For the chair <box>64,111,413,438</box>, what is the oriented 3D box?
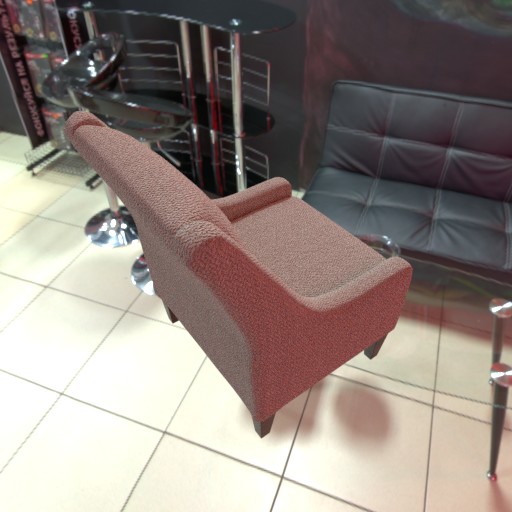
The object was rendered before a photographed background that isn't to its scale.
[{"bbox_3d":[0.000,0.000,1.578,0.870,1.014,0.774,-26,48,-26],"label":"chair"}]
